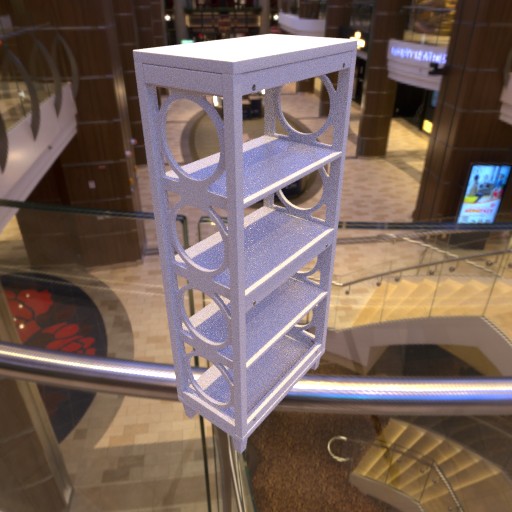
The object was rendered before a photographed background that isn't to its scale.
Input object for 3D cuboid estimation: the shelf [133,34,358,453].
[{"bbox_3d":[0.000,0.000,1.630,0.340,1.411,0.611,22,37,31],"label":"shelf"}]
